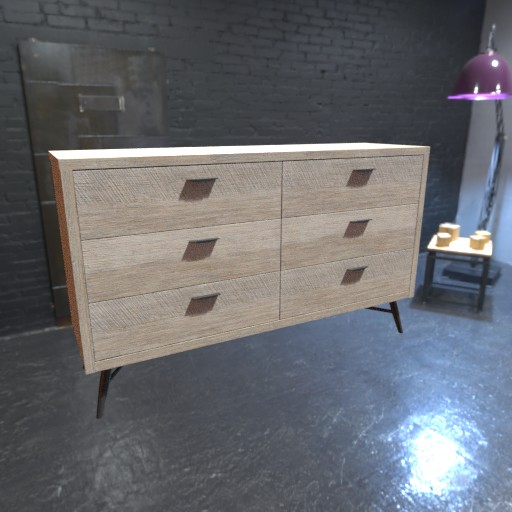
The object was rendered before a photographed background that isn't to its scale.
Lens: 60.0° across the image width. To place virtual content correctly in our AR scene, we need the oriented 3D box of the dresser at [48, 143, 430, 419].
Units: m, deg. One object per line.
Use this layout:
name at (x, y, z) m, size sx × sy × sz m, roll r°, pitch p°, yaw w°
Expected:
dresser at (0.000, 0.000, 1.942) m, size 1.524 × 0.914 × 0.457 m, roll -9°, pitch 19°, yaw -26°
